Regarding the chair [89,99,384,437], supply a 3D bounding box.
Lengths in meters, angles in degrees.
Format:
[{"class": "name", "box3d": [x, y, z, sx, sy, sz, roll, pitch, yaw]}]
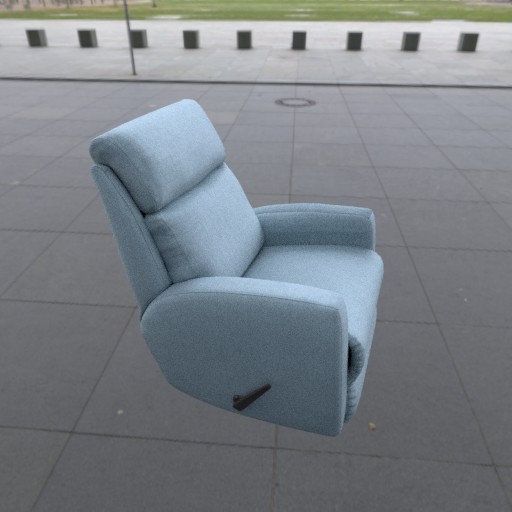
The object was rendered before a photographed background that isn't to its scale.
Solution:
[{"class": "chair", "box3d": [0.000, 0.000, 1.689, 0.940, 1.013, 0.812, 11, 32, 17]}]
